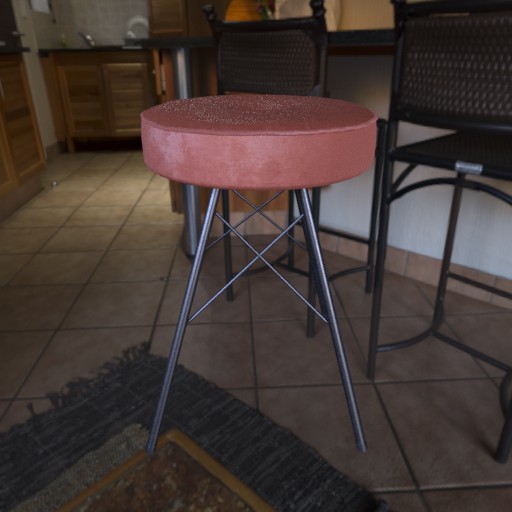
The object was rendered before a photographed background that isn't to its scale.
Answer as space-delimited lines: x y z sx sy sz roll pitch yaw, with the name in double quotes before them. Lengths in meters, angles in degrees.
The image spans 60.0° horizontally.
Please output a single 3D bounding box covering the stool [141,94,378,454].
"stool" 0.000 0.000 0.900 0.421 0.593 0.457 0 26 -1
